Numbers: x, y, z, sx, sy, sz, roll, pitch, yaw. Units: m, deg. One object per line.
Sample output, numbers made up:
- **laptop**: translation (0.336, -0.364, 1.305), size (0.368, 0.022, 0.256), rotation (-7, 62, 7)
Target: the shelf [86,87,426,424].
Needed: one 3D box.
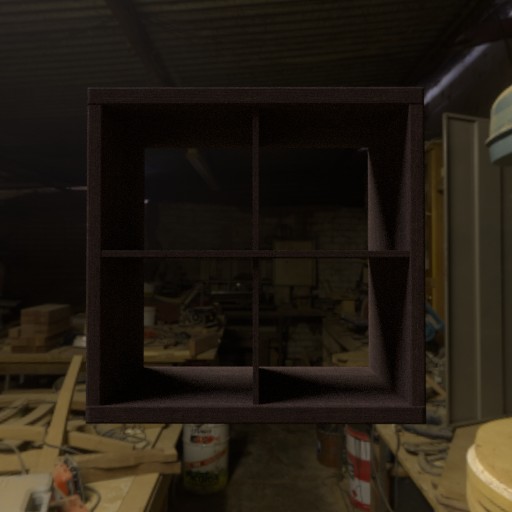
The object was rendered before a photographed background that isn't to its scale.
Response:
- **shelf**: translation (0.000, 0.000, 1.229), size (0.790, 0.786, 0.390), rotation (0, -1, 0)
